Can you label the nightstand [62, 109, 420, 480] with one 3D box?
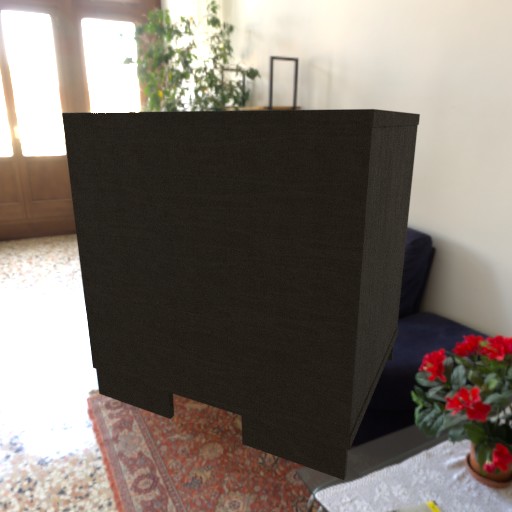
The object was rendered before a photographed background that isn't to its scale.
[{"bbox_3d":[0.000,0.000,0.731,0.427,0.448,0.347,8,19,25],"label":"nightstand"}]
